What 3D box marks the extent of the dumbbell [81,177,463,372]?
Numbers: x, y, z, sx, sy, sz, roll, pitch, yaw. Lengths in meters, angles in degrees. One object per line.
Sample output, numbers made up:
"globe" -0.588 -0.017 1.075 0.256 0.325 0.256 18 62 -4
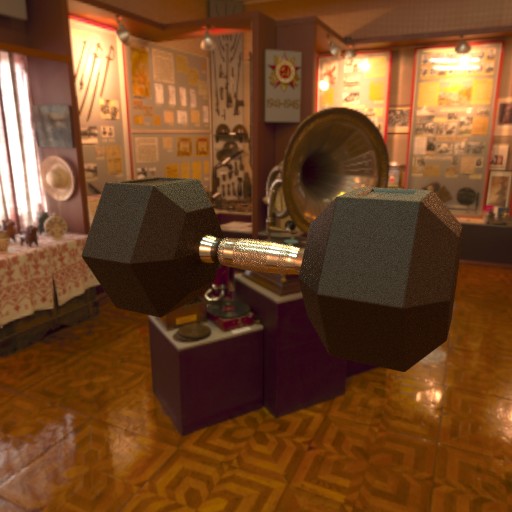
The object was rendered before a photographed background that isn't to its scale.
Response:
"dumbbell" 0.000 0.000 0.437 0.361 0.137 0.157 7 17 26
